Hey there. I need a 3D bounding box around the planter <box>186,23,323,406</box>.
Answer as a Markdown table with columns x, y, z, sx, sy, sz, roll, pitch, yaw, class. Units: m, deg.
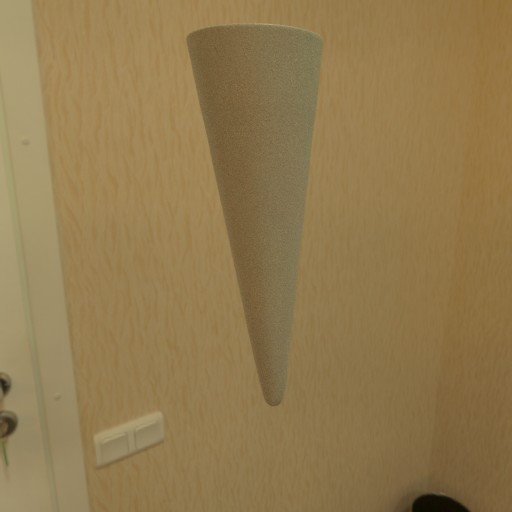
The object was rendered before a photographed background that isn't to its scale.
| x | y | z | sx | sy | sz | roll | pitch | yaw | class |
| --- | --- | --- | --- | --- | --- | --- | --- | --- | --- |
| 0.000 | 0.000 | 0.215 | 0.057 | 0.191 | 0.064 | 7 | 16 | 25 | planter |
